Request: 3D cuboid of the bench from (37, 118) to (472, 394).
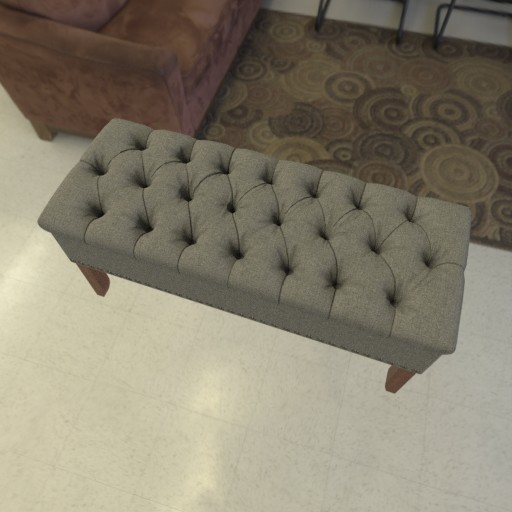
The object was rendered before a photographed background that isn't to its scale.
[{"bbox_3d":[0.000,0.000,1.310,1.052,0.470,0.417,16,60,10],"label":"bench"}]
